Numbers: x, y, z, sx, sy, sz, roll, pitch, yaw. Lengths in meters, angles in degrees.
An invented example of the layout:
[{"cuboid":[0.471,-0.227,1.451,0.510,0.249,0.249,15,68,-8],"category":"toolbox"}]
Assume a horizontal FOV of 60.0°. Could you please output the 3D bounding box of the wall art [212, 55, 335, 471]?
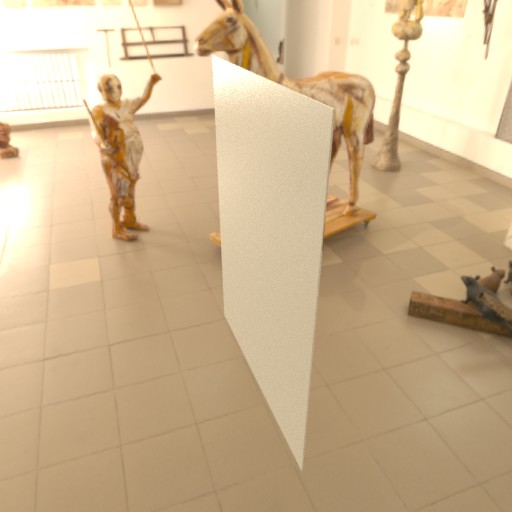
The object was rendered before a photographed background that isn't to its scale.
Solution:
[{"cuboid":[0.000,0.000,0.794,0.003,0.609,0.457,-11,33,-17],"category":"wall art"}]
